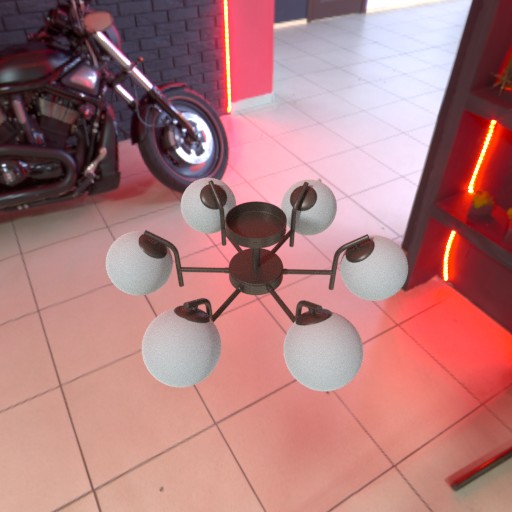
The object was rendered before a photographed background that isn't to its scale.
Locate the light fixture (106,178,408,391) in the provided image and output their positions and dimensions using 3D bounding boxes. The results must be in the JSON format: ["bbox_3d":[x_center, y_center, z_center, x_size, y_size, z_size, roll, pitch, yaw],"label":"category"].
[{"bbox_3d":[0.000,0.000,0.965,0.662,0.201,0.662,0,42,0],"label":"light fixture"}]
